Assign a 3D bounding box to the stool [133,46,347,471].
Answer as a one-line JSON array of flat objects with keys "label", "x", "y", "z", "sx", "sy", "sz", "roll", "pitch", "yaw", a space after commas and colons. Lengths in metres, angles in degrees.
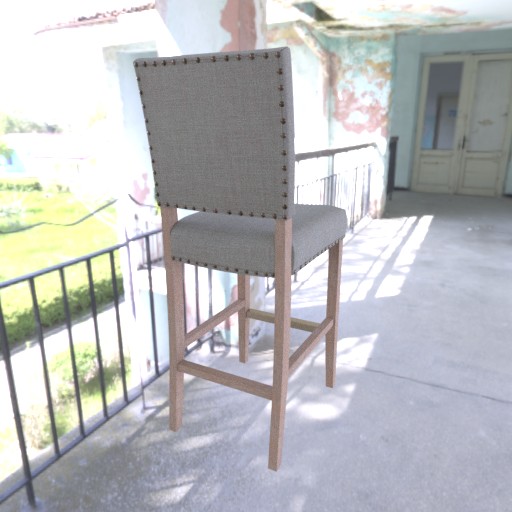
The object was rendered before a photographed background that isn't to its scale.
[{"label": "stool", "x": 0.000, "y": 0.000, "z": 1.464, "sx": 0.445, "sy": 1.173, "sz": 0.585, "roll": 9, "pitch": 19, "yaw": 26}]
